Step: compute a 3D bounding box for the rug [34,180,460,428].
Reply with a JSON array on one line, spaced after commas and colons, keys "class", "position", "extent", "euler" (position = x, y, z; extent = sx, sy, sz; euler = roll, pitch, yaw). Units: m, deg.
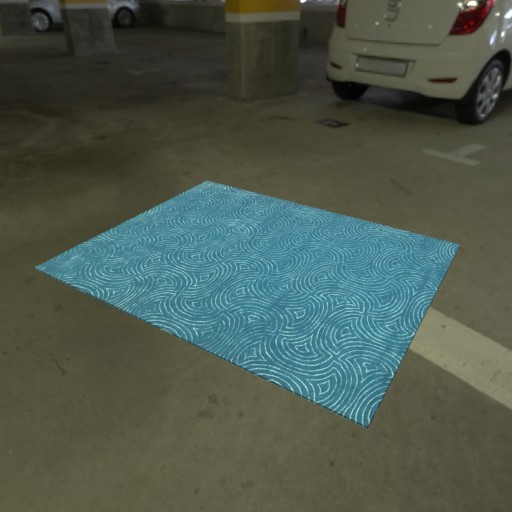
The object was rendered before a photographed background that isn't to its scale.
[{"class": "rug", "position": [0.000, 0.000, 4.024], "extent": [3.033, 0.012, 2.432], "euler": [18, 36, 28]}]
